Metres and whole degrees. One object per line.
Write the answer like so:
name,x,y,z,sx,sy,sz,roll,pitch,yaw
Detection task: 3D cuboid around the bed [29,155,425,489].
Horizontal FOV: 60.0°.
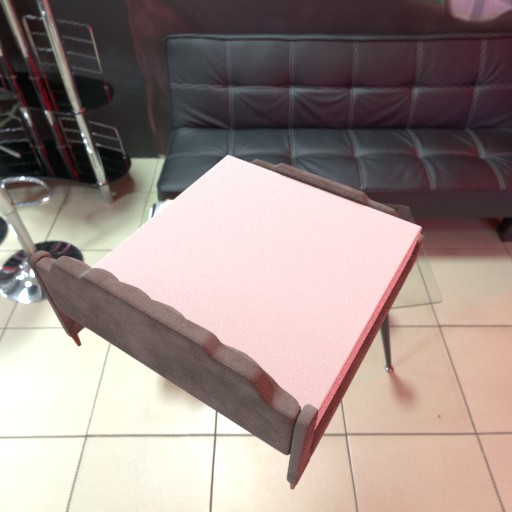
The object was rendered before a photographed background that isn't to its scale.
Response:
bed,0.000,0.000,3.474,2.074,1.245,2.340,25,51,22
